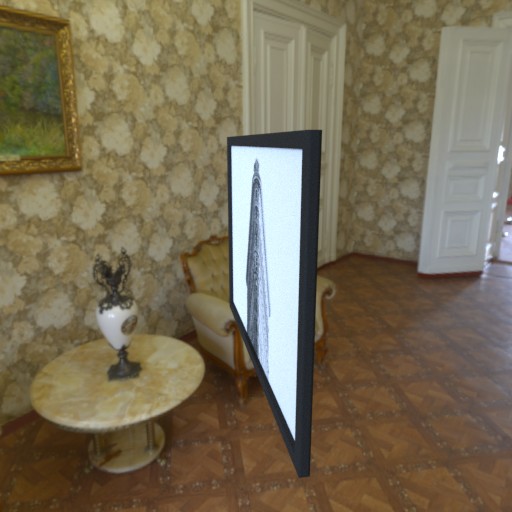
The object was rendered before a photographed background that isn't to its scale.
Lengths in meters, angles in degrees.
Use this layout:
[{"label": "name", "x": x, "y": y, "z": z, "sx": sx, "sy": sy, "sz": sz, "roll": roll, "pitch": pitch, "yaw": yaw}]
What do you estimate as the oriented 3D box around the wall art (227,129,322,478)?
[{"label": "wall art", "x": 0.000, "y": 0.000, "z": 1.250, "sx": 0.049, "sy": 0.659, "sz": 0.964, "roll": -2, "pitch": 15, "yaw": -10}]
